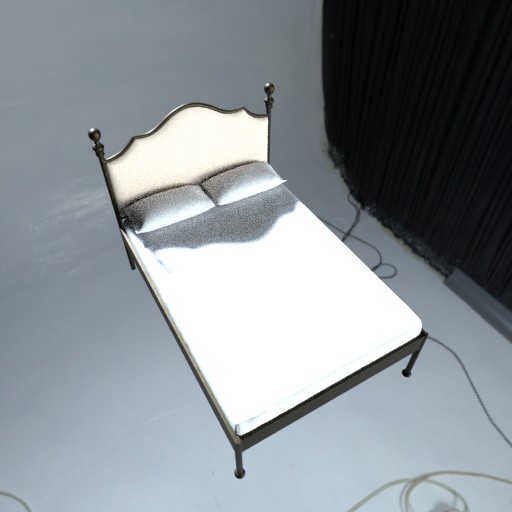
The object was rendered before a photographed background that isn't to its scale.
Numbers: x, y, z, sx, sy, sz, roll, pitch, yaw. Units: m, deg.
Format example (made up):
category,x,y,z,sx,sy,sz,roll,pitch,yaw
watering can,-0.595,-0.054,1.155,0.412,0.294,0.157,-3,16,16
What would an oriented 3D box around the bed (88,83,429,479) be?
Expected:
category,x,y,z,sx,sy,sz,roll,pitch,yaw
bed,0.000,0.000,3.252,1.533,1.462,2.170,-22,50,-20
